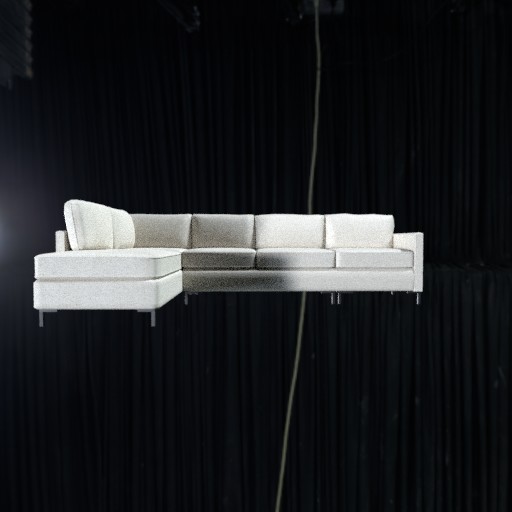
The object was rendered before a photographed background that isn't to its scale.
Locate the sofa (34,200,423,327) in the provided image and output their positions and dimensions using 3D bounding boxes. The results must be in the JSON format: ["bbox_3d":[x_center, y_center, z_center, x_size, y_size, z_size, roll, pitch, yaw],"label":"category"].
[{"bbox_3d":[0.000,0.000,4.347,3.384,0.996,2.048,0,2,-1],"label":"sofa"}]
